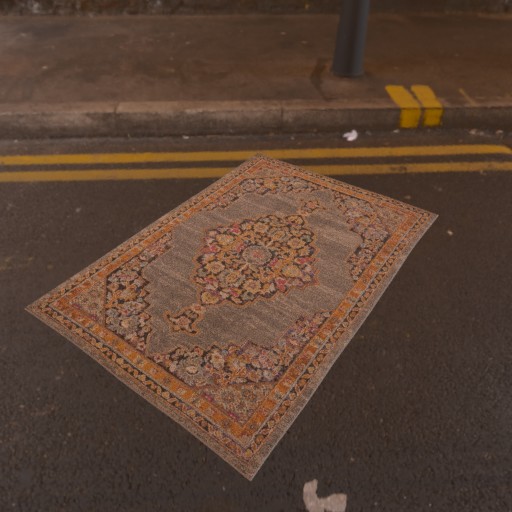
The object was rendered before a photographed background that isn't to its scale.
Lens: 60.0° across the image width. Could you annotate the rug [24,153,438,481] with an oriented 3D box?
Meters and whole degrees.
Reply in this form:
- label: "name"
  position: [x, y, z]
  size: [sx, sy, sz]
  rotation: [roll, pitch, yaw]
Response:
- label: "rug"
  position: [0.000, 0.000, 3.624]
  size: [2.043, 0.026, 2.901]
  rotation: [25, 47, 26]
